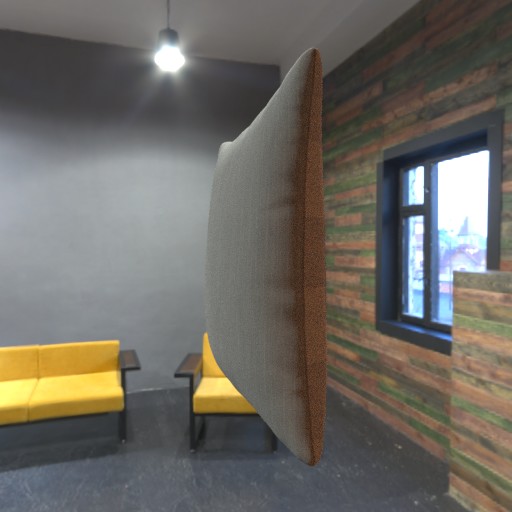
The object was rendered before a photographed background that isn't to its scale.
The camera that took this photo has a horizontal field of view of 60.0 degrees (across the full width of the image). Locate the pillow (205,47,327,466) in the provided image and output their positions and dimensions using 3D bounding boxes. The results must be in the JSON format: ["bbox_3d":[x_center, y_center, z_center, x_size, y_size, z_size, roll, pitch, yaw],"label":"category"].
[{"bbox_3d":[0.000,0.000,0.777,0.161,0.509,0.511,0,1,-16],"label":"pillow"}]
